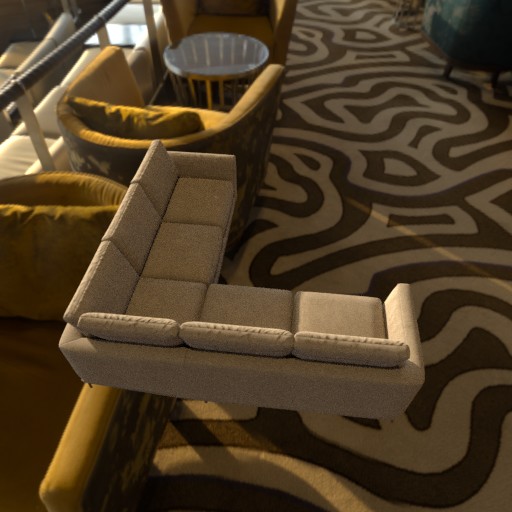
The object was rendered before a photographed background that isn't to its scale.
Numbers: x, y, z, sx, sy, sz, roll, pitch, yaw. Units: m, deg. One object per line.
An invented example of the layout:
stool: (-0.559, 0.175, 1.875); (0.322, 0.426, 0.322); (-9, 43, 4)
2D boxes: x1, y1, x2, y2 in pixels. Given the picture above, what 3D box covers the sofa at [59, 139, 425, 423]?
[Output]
sofa: (0.000, 0.000, 3.830); (2.438, 0.864, 2.438); (5, 46, 4)
